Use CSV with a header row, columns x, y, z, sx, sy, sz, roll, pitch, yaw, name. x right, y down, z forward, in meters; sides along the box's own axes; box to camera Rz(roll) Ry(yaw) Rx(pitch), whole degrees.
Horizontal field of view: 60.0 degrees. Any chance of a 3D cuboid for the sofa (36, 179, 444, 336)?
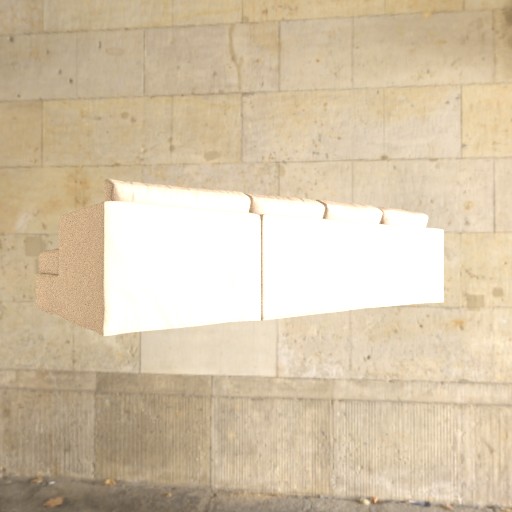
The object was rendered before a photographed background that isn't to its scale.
x,y,z,sx,sy,sz,roll,pitch,yaw,name
0.000,0.000,3.821,3.206,0.871,1.622,1,-1,-37,sofa
